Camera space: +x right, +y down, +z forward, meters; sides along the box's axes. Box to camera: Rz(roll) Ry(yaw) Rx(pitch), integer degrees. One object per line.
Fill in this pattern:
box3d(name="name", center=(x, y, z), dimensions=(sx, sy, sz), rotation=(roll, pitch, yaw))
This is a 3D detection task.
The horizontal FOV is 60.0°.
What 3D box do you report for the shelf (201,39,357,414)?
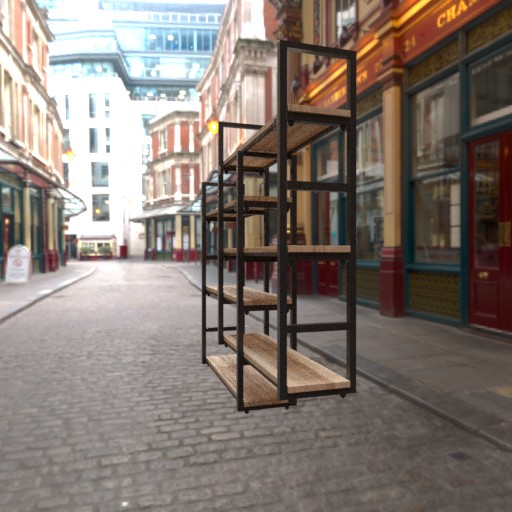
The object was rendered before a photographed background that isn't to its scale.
box3d(name="shelf", center=(0.000, 0.000, 1.414), dimensions=(0.183, 0.921, 0.946), rotation=(0, 0, -17))
